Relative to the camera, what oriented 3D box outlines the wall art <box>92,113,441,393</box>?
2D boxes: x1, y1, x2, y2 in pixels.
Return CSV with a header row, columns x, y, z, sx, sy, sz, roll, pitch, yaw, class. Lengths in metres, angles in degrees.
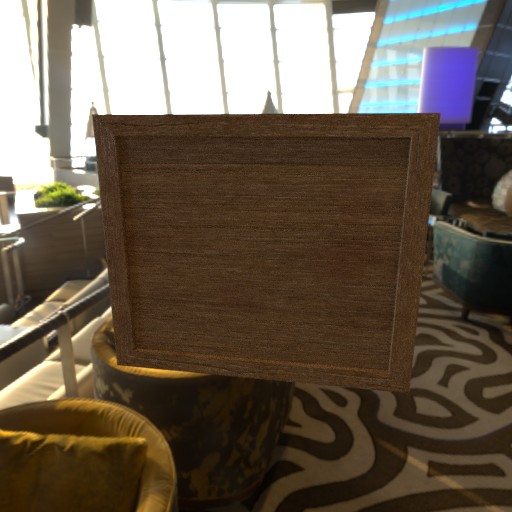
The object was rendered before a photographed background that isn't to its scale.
x,y,z,sx,sy,sz,roll,pitch,yaw,class
0.000,0.000,0.962,0.690,0.588,0.026,3,17,10,wall art
